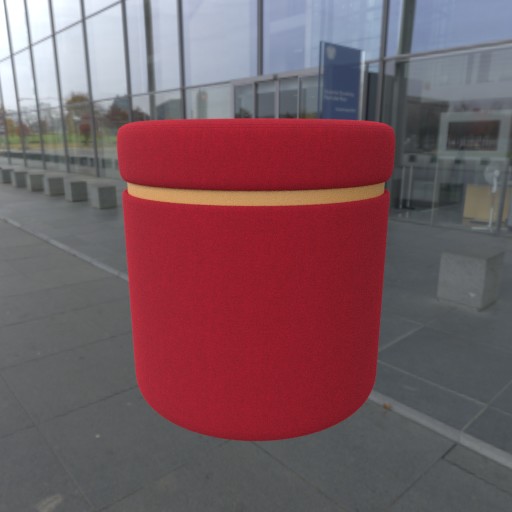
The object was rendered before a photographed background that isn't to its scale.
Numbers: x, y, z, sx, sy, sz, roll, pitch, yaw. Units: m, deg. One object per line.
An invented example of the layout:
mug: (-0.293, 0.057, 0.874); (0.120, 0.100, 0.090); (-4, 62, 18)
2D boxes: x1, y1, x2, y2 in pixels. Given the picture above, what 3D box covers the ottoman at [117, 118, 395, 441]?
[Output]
ottoman: (0.000, 0.000, 0.709); (0.400, 0.406, 0.400); (0, 15, 0)
